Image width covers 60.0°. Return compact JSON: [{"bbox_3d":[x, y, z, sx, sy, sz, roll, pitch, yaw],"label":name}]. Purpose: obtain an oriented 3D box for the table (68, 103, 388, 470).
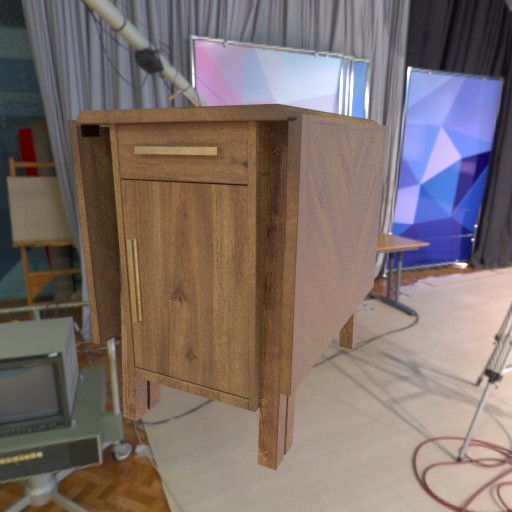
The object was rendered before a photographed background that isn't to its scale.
[{"bbox_3d":[0.000,0.000,1.632,0.701,0.981,0.967,7,16,26],"label":"table"}]
